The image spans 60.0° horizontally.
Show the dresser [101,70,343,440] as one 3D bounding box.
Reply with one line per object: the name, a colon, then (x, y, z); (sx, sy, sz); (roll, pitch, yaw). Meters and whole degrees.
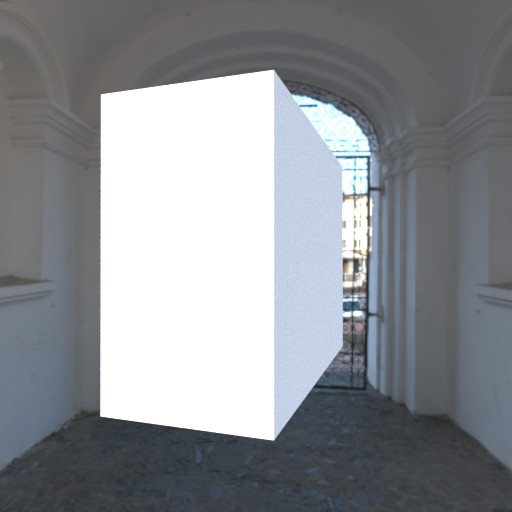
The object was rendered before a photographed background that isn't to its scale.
dresser: (0.000, 0.000, 1.575); (0.460, 0.820, 1.100); (0, 0, 19)
